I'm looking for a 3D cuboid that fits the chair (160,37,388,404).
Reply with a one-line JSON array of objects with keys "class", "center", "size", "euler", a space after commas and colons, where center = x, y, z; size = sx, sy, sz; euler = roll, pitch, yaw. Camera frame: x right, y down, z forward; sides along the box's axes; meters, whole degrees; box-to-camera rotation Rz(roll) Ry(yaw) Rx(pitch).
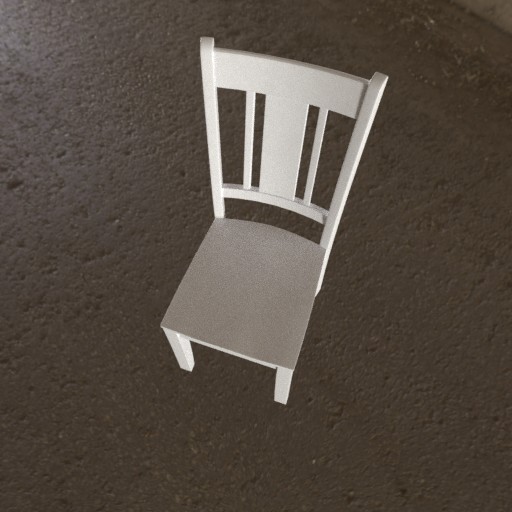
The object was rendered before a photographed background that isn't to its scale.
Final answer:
[{"class": "chair", "center": [0.000, 0.000, 1.325], "size": [0.450, 0.998, 0.555], "euler": [16, 60, 10]}]
